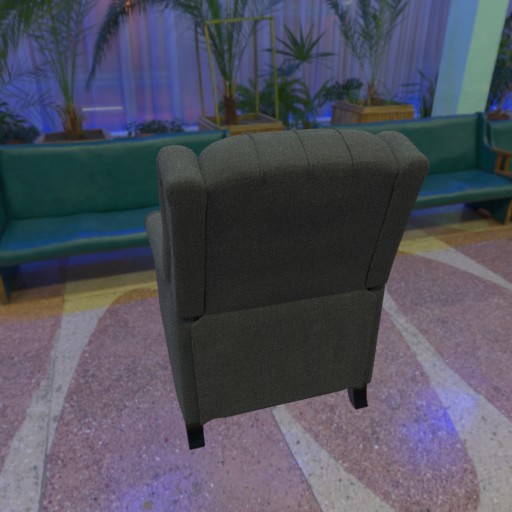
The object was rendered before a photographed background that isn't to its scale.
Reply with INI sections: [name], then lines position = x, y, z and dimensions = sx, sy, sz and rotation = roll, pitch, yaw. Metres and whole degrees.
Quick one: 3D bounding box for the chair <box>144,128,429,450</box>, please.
[chair]
position = 0.000, 0.000, 1.616
dimensions = 0.742, 1.035, 0.898
rotation = -8, 28, -15
